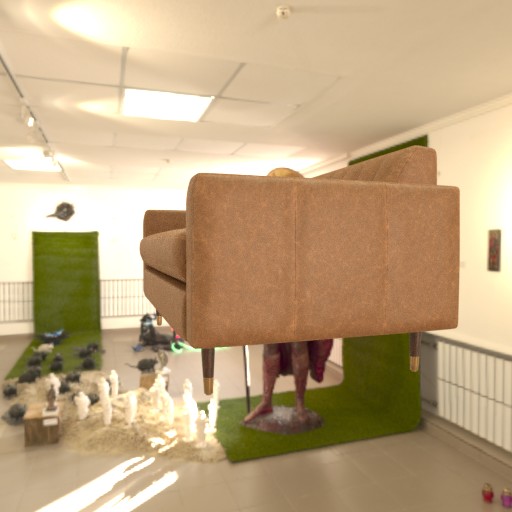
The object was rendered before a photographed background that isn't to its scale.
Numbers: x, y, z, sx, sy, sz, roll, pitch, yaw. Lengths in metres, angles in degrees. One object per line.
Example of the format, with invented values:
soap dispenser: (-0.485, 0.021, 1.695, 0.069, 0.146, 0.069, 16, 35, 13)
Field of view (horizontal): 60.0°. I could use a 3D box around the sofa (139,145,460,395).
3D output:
sofa: (0.000, 0.000, 2.067, 0.960, 0.820, 1.549, -1, 2, -19)
